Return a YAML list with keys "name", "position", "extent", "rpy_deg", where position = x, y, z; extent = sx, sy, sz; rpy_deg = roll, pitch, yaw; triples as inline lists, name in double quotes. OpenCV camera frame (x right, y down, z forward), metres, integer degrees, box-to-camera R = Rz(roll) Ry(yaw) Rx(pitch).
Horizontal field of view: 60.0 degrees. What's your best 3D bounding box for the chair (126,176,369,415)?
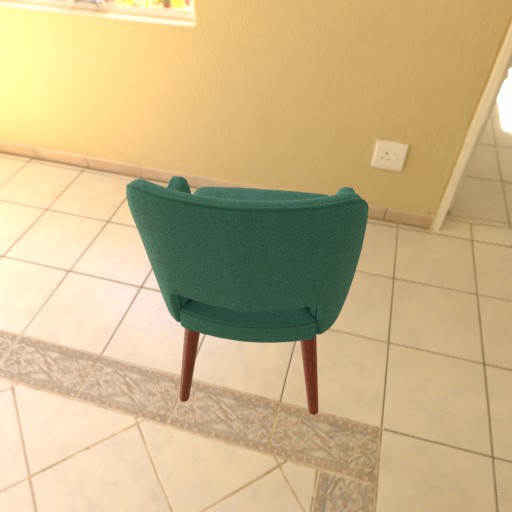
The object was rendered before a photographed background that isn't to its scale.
- name: "chair"
  position: [0.000, 0.000, 1.238]
  extent: [0.548, 0.849, 0.605]
  rpy_deg: [4, 47, 4]
